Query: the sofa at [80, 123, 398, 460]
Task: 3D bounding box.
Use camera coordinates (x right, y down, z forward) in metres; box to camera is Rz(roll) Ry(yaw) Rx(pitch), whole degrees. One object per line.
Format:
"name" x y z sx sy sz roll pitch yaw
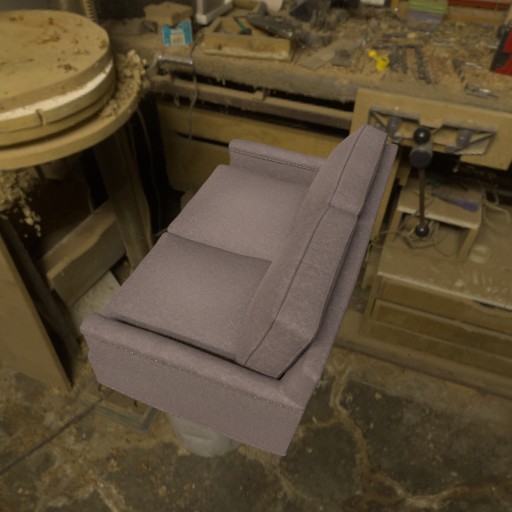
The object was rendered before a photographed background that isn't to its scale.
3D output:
"sofa" 0.000 0.000 2.310 1.084 1.003 1.597 16 49 15
